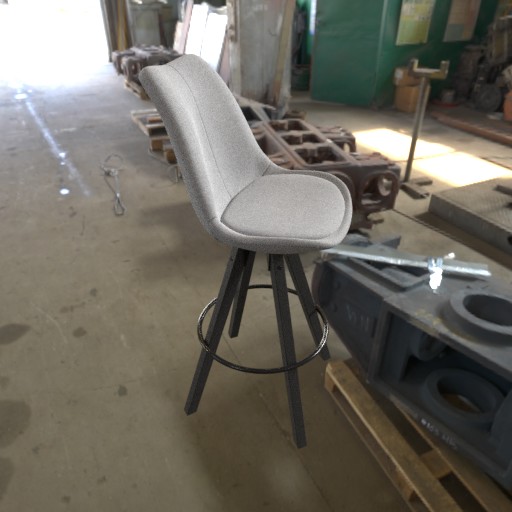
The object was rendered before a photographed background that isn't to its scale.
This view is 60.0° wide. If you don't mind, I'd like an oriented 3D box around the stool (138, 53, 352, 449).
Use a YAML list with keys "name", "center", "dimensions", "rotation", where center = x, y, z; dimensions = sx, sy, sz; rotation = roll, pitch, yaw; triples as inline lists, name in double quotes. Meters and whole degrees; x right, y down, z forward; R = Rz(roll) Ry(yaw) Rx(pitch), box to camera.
- name: "stool"
  center: [0.000, 0.000, 1.392]
  dimensions: [0.550, 1.115, 0.485]
  rotation: [10, 33, 16]
